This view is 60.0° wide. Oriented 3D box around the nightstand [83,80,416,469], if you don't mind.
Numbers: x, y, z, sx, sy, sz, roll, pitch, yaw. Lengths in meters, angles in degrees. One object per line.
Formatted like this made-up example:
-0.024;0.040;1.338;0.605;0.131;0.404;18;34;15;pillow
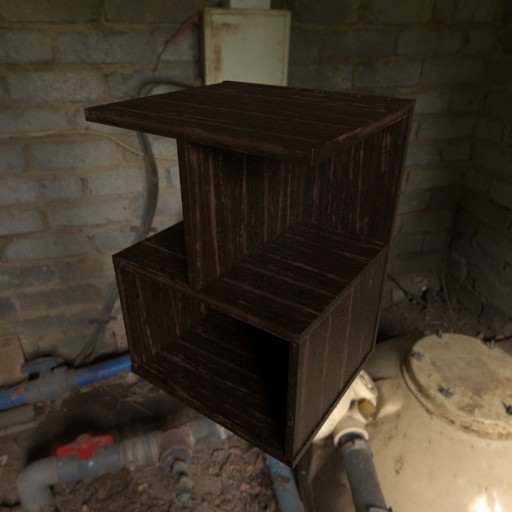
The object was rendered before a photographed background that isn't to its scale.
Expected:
0.000;0.000;0.843;0.400;0.559;0.356;19;34;30;nightstand
